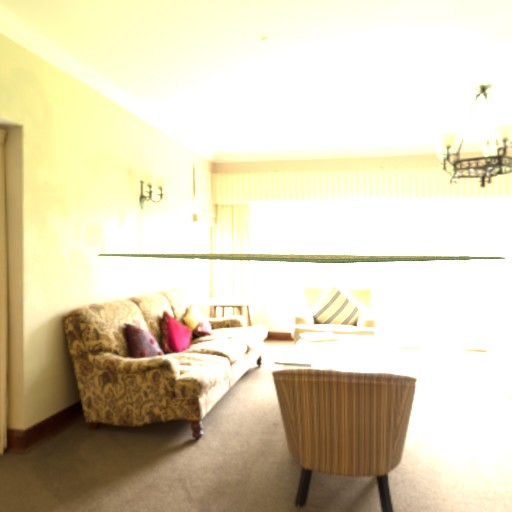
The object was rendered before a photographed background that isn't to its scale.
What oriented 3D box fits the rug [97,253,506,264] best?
[{"bbox_3d":[0.000,0.000,1.382,0.604,0.007,1.219,-1,1,-37],"label":"rug"}]
